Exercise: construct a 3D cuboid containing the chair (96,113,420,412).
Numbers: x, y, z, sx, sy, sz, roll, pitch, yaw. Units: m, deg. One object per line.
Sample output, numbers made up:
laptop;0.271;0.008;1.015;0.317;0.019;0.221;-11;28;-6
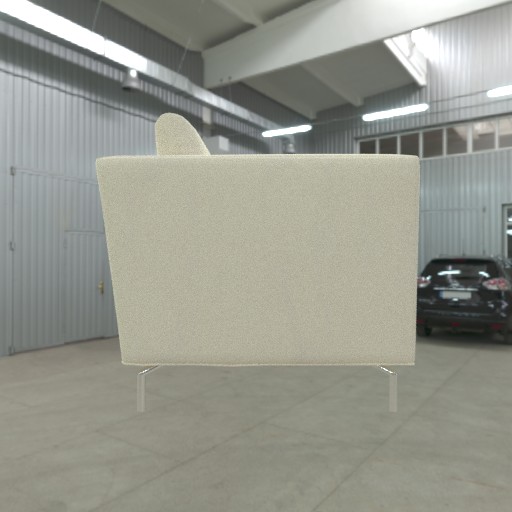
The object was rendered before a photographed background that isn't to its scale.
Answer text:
chair;0.000;0.000;1.676;0.889;0.865;1.041;0;-1;0
